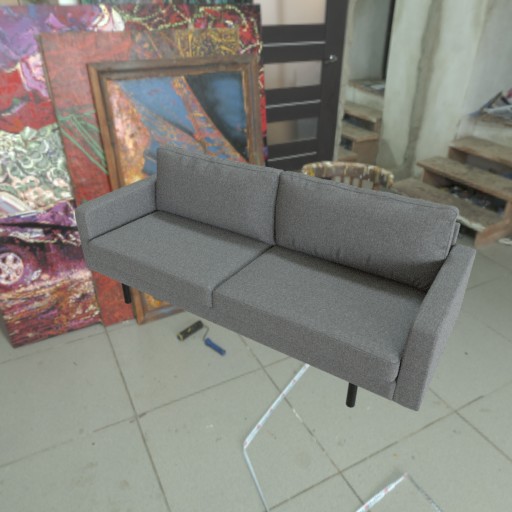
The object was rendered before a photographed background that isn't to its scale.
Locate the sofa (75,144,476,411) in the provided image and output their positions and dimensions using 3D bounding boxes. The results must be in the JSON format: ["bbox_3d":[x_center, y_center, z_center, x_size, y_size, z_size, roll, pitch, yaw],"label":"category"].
[{"bbox_3d":[0.000,0.000,2.611,2.200,0.880,0.880,18,35,28],"label":"sofa"}]
